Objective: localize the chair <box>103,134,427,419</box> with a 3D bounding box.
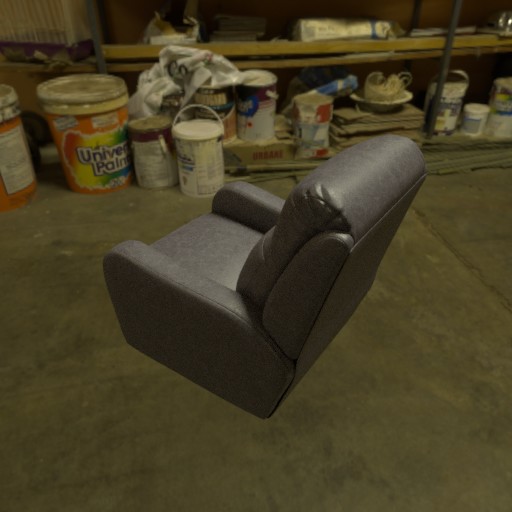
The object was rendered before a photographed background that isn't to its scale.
[{"bbox_3d":[0.000,0.000,1.850,1.067,1.067,0.865,22,40,29],"label":"chair"}]
